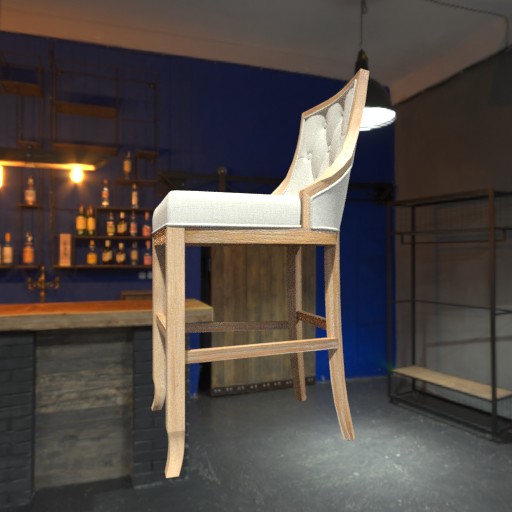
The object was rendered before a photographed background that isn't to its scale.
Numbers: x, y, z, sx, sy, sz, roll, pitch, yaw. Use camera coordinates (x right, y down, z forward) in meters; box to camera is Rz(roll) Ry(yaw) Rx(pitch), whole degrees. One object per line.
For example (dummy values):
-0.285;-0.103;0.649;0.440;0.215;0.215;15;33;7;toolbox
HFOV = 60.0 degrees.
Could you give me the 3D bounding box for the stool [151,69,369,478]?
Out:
0.000;0.000;1.434;0.626;1.101;0.524;0;0;-17;stool
